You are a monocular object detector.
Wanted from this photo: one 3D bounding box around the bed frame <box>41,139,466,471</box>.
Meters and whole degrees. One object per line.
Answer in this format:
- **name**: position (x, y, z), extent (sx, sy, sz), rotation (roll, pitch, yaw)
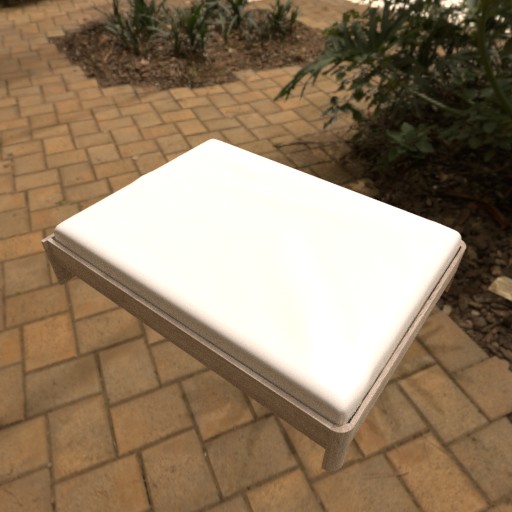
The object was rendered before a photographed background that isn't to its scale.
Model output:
- **bed frame**: position (0.000, 0.000, 2.609), extent (1.950, 0.462, 1.490), rotation (27, 48, 27)
